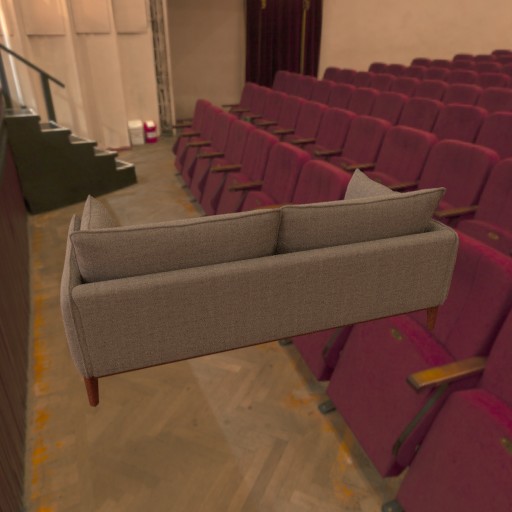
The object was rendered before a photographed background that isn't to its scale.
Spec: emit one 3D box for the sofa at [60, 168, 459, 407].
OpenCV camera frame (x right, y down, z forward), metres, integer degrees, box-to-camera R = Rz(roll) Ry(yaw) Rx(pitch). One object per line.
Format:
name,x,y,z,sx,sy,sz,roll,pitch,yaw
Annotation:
sofa,0.000,0.000,2.497,1.989,0.851,0.972,-8,28,-16
